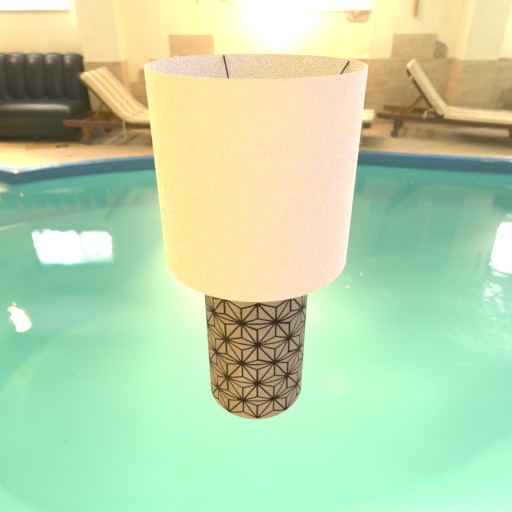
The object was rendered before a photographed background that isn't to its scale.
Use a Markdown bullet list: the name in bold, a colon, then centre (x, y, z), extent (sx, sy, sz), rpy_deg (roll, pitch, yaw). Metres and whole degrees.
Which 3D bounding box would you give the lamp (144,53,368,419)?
- **lamp**: centre (0.000, 0.000, 0.519), extent (0.206, 0.416, 0.206), rpy_deg (-10, 31, -18)
